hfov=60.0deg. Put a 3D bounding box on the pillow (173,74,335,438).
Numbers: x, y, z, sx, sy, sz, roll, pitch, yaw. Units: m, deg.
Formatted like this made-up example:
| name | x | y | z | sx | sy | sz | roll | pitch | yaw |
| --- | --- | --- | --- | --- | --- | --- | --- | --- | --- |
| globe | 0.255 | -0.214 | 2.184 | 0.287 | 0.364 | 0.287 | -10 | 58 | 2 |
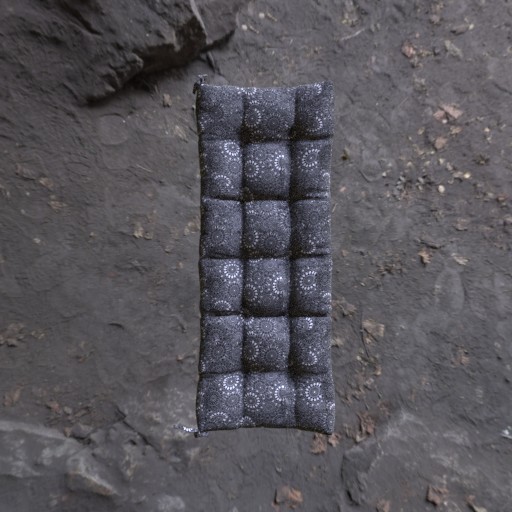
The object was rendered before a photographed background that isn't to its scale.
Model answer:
| name | x | y | z | sx | sy | sz | roll | pitch | yaw |
| --- | --- | --- | --- | --- | --- | --- | --- | --- | --- |
| pillow | 0.000 | 0.000 | 1.427 | 0.511 | 0.174 | 1.194 | 0 | 90 | 1 |
